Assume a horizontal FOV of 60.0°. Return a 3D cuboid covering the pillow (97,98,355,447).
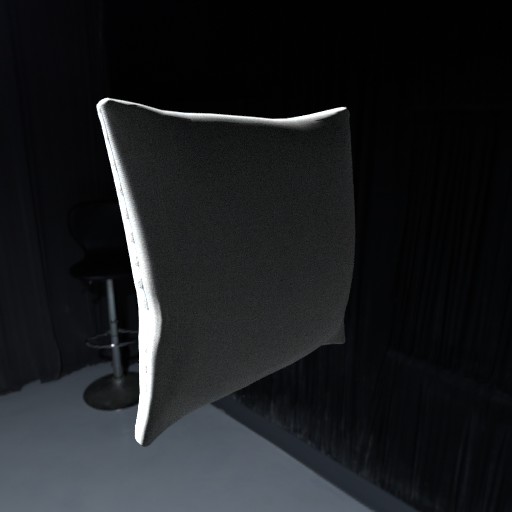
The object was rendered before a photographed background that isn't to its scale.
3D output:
[{"bbox_3d":[0.000,0.000,0.756,0.496,0.491,0.219,-15,22,-41],"label":"pillow"}]
